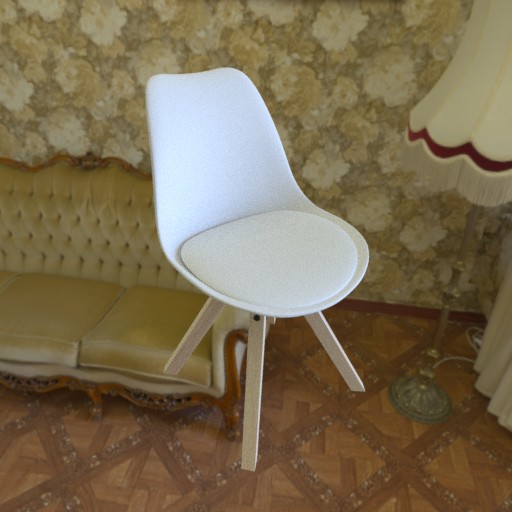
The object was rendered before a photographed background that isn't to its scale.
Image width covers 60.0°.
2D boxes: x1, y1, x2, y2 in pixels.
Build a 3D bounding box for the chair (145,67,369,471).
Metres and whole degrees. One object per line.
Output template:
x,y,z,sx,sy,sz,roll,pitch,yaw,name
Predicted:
0.000,0.000,1.164,0.485,0.850,0.550,-22,37,-32,chair
